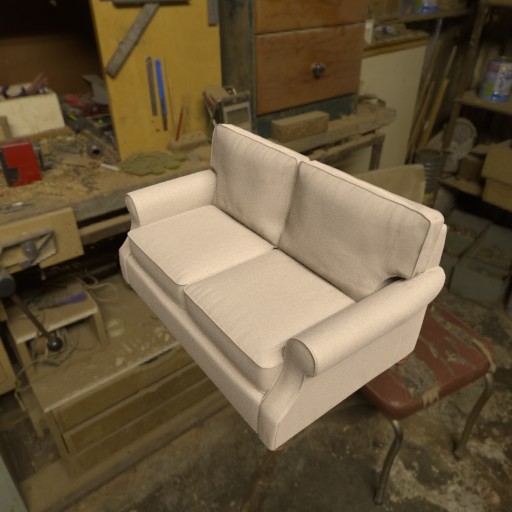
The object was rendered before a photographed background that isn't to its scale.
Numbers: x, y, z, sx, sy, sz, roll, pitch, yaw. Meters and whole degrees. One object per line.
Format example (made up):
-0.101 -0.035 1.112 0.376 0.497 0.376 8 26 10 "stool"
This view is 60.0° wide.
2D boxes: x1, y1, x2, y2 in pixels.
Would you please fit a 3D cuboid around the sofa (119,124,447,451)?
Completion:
0.000 0.000 2.302 0.964 0.937 1.665 -22 39 -30 "sofa"
